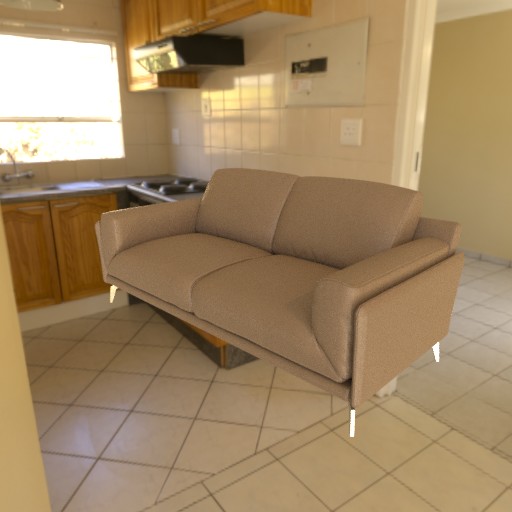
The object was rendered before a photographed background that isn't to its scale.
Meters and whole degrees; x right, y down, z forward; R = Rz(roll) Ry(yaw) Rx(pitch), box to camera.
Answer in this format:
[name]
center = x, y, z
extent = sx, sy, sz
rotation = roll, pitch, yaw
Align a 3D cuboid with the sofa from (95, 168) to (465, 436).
[sofa]
center = 0.000, 0.000, 2.699
extent = 2.101, 0.930, 1.049
rotation = 16, 23, 42
